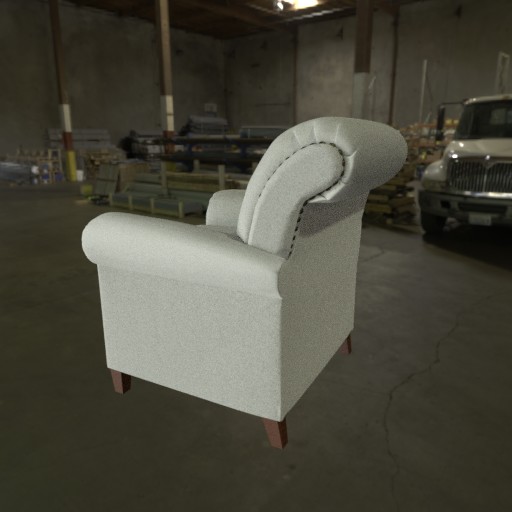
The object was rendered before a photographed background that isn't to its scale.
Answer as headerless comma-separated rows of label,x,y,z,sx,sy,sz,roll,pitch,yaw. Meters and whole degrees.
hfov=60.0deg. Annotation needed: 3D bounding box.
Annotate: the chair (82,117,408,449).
chair,0.000,0.000,1.579,0.890,0.927,0.854,8,17,27
